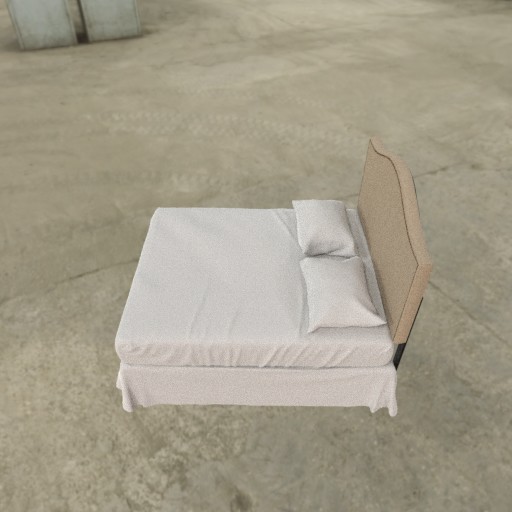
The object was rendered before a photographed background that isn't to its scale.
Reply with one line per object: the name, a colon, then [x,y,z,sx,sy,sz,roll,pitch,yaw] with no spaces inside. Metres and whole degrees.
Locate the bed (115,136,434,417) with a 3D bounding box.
bed: [0.000,0.000,3.543,2.221,1.645,1.876,1,42,1]
